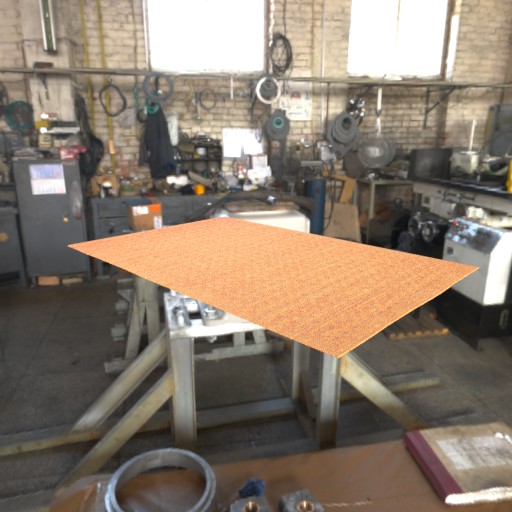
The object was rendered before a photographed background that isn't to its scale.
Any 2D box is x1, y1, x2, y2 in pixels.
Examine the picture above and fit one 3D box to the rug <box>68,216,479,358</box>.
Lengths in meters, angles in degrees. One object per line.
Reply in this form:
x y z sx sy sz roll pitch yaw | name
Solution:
0.000 0.000 2.214 1.747 0.006 1.143 15 22 42 | rug
